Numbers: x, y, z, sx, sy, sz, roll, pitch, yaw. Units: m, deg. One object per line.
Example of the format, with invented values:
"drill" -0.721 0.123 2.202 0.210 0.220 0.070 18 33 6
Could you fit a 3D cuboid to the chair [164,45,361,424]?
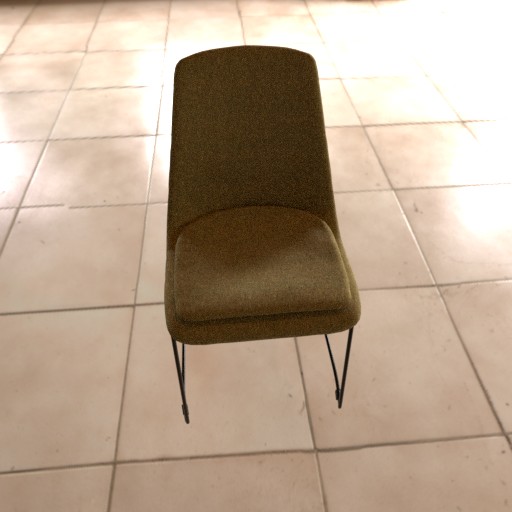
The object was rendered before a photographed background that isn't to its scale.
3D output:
"chair" 0.000 0.000 1.122 0.479 0.849 0.496 -4 47 -4
